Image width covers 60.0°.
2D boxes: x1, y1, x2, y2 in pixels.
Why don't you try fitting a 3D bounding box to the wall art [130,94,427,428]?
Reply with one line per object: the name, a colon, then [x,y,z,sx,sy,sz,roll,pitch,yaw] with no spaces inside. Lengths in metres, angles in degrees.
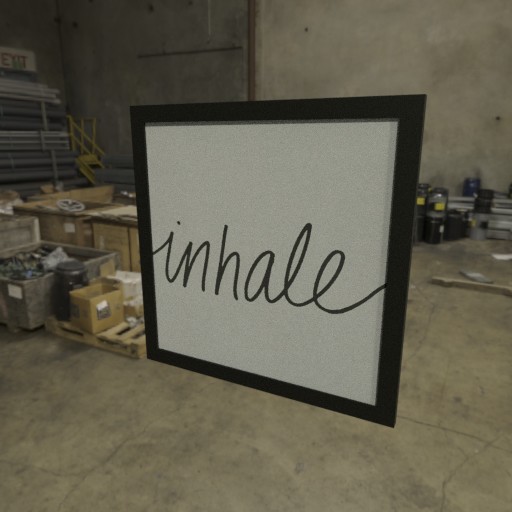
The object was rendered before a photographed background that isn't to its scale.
wall art: [0.000,0.000,0.537,0.356,0.356,0.013,8,17,26]
